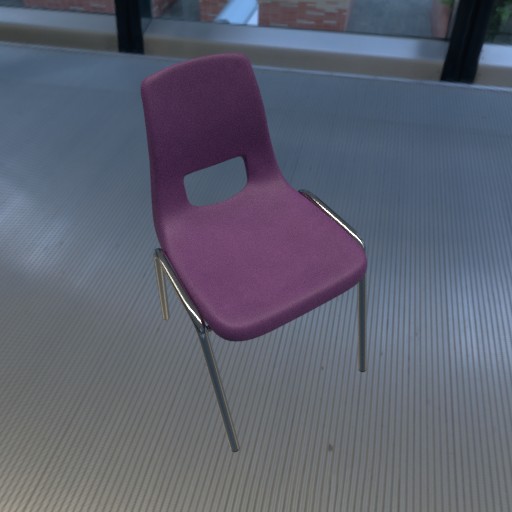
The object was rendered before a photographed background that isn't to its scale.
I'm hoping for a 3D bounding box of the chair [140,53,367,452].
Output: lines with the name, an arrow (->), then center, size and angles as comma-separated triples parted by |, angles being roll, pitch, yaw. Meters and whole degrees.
chair -> 0.000, 0.000, 0.910 | 0.381, 0.654, 0.432 | -24, 52, -21
